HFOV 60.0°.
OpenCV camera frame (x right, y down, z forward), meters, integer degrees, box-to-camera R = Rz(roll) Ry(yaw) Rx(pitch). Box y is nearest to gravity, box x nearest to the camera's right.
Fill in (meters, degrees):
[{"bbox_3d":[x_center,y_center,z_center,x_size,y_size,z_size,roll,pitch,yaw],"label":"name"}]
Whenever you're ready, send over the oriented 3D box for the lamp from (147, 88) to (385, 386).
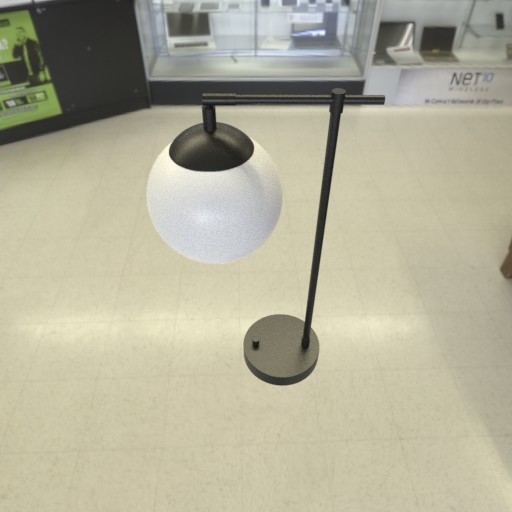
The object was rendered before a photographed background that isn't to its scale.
[{"bbox_3d":[0.000,0.000,0.734,0.316,0.559,0.197,0,44,0],"label":"lamp"}]
